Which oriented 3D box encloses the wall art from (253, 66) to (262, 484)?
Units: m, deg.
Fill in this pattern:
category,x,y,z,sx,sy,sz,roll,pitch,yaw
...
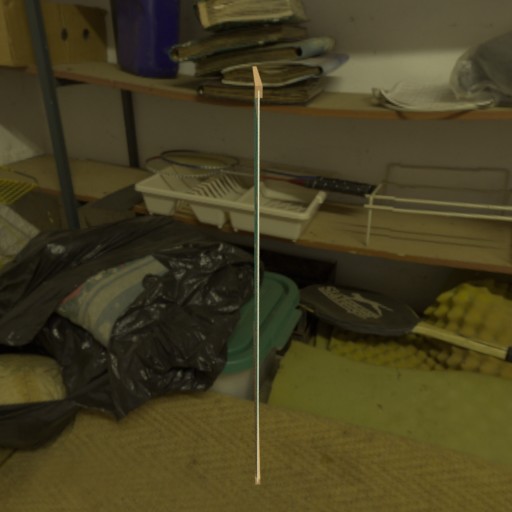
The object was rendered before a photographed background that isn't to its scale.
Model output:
category,x,y,z,sx,sy,sz,roll,pitch,yaw
wall art,0.000,0.000,1.331,0.013,1.016,0.758,0,25,-1
